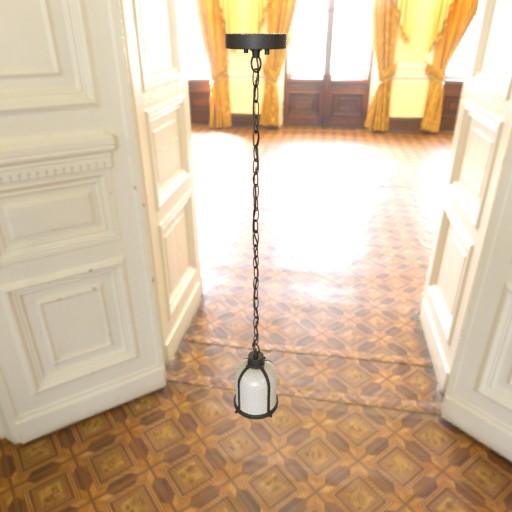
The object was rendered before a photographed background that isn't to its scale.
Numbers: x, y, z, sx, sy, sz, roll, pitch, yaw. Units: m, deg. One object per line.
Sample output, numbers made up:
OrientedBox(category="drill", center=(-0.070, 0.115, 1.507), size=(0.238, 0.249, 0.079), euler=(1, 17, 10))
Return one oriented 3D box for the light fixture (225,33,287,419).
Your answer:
OrientedBox(category="light fixture", center=(0.000, 0.000, 1.317), size=(0.178, 1.181, 0.178), euler=(-19, 33, -32))
